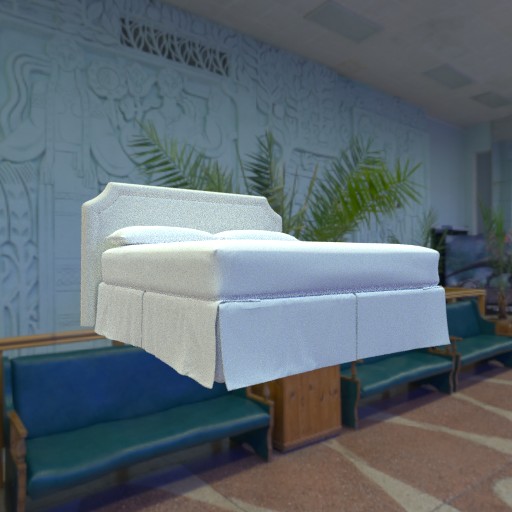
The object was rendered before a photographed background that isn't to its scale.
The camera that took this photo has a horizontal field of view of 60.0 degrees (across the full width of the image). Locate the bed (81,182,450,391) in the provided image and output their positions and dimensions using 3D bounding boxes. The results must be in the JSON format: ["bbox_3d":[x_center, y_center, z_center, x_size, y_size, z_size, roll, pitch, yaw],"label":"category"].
[{"bbox_3d":[0.000,0.000,3.545,2.160,1.301,2.204,0,0,-35],"label":"bed"}]
